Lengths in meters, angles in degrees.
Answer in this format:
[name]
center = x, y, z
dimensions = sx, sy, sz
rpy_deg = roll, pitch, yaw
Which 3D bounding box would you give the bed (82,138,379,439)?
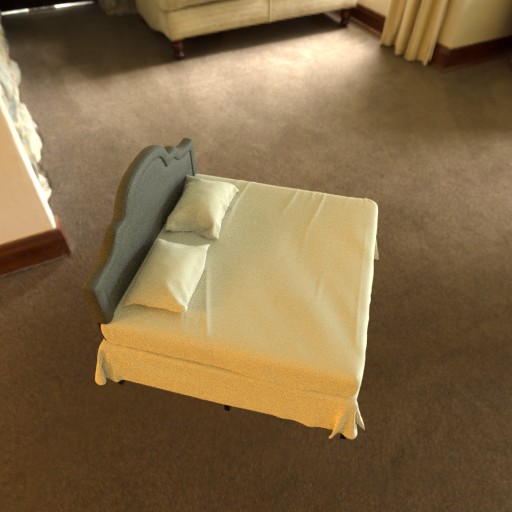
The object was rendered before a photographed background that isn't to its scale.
[bed]
center = 0.000, 0.000, 3.796
dimensions = 2.222, 1.631, 2.303
rpy_deg = 10, 47, 10
